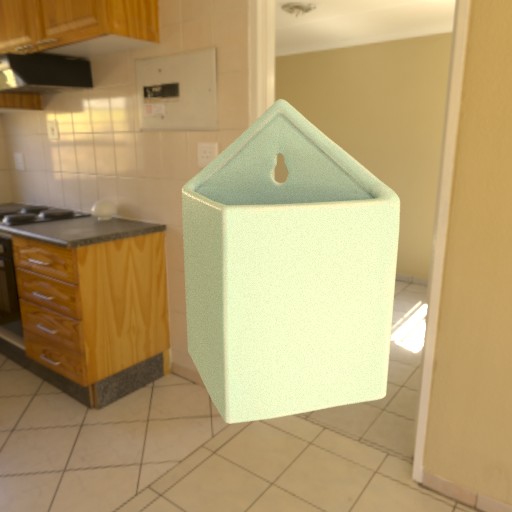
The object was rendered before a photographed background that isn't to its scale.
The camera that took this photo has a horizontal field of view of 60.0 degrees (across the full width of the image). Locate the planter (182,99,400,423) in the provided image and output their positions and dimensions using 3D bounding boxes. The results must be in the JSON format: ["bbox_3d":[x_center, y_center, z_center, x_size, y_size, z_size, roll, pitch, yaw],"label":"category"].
[{"bbox_3d":[0.000,0.000,0.285,0.164,0.197,0.079,7,16,26],"label":"planter"}]
